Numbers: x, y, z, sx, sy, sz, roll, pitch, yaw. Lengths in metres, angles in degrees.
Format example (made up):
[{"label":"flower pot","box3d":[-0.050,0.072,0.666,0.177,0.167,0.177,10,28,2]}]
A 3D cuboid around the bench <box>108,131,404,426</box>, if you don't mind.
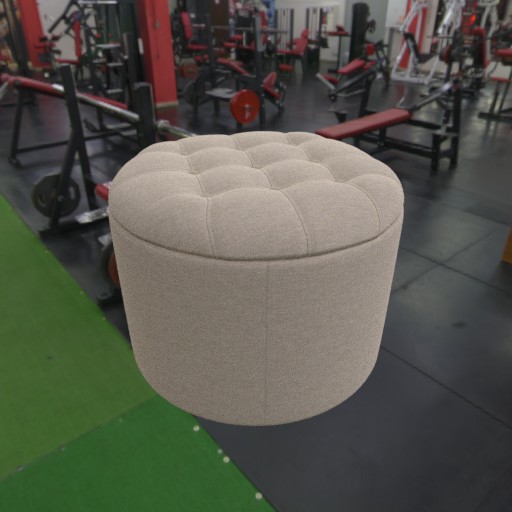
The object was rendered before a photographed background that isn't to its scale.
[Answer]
[{"label":"bench","box3d":[0.000,0.000,1.006,0.600,0.454,0.600,0,30,0]}]
